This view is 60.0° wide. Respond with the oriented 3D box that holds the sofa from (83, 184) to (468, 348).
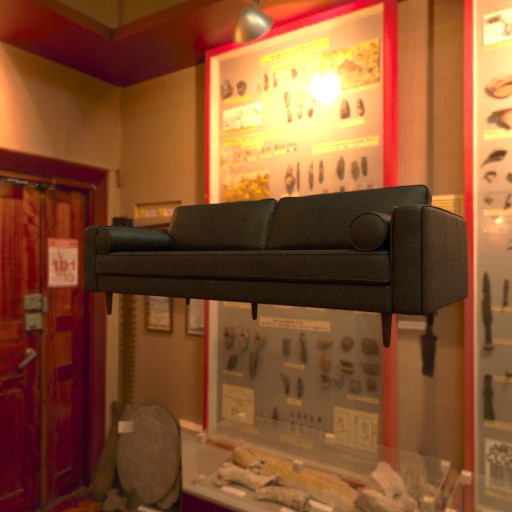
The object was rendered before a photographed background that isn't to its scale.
[{"bbox_3d":[0.000,0.000,2.654,2.210,0.762,0.914,0,0,35],"label":"sofa"}]
